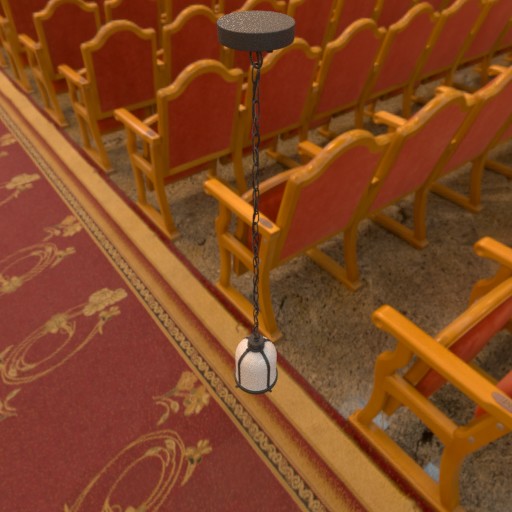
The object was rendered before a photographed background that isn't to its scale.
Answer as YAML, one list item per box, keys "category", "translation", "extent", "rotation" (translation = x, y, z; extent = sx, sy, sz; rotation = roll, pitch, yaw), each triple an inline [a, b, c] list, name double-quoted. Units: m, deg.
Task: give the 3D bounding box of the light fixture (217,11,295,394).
- category: "light fixture"
  translation: [0.000, 0.000, 1.220]
  extent: [0.178, 1.181, 0.178]
  rotation: [-27, 49, -26]
